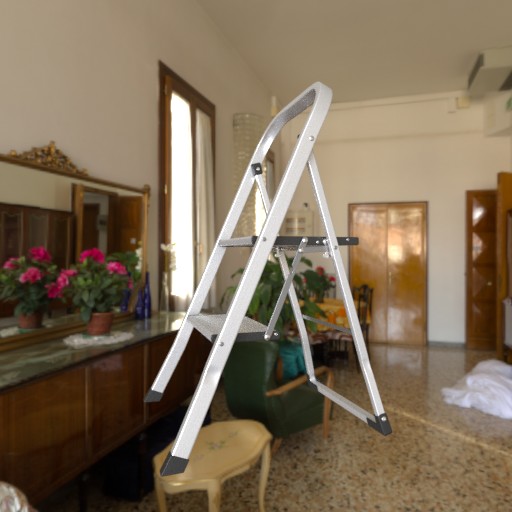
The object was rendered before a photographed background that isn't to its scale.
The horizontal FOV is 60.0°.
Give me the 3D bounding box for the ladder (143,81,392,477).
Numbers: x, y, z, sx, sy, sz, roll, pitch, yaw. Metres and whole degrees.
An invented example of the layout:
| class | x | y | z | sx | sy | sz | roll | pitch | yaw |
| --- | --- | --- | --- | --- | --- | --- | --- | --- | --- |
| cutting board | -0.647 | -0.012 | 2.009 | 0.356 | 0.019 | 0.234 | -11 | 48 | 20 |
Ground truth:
| class | x | y | z | sx | sy | sz | roll | pitch | yaw |
| --- | --- | --- | --- | --- | --- | --- | --- | --- | --- |
| ladder | 0.000 | 0.000 | 1.135 | 0.530 | 0.830 | 0.465 | 0 | 0 | -18 |
